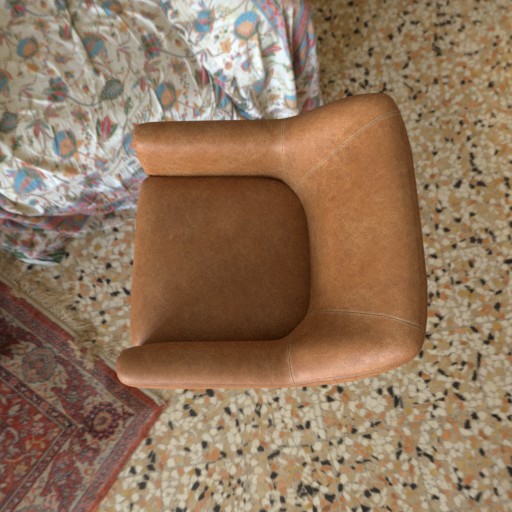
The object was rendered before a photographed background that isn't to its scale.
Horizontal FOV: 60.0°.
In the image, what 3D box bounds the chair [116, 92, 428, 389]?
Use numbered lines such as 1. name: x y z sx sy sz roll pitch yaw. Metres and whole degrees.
1. chair: 0.000 0.000 1.818 1.034 0.980 1.037 -1 74 0
